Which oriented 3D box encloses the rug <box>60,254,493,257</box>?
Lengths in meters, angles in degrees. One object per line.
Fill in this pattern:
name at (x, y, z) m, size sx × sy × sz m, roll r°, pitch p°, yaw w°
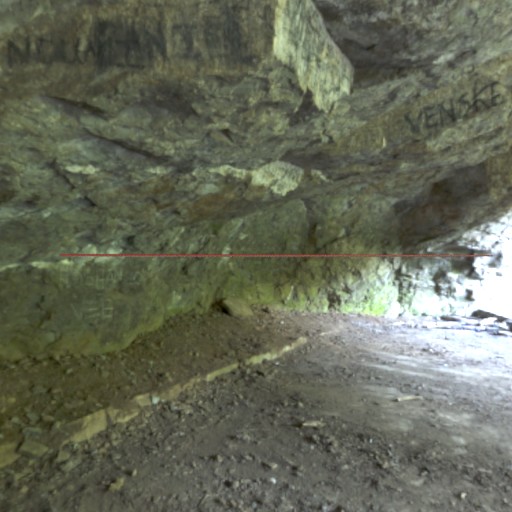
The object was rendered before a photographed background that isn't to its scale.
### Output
rug at (0.000, 0.000, 4.071) m, size 3.053 × 0.013 × 2.387 m, roll 0°, pitch 0°, yaw -17°
